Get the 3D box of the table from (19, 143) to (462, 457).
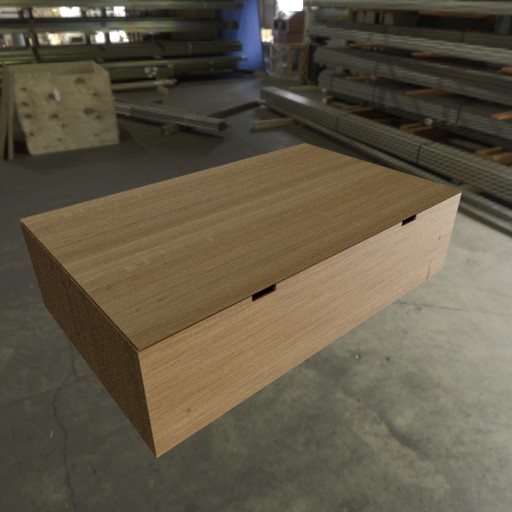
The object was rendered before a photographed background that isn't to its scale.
[{"bbox_3d":[0.000,0.000,1.378,1.110,0.353,0.678,-23,38,-34],"label":"table"}]
